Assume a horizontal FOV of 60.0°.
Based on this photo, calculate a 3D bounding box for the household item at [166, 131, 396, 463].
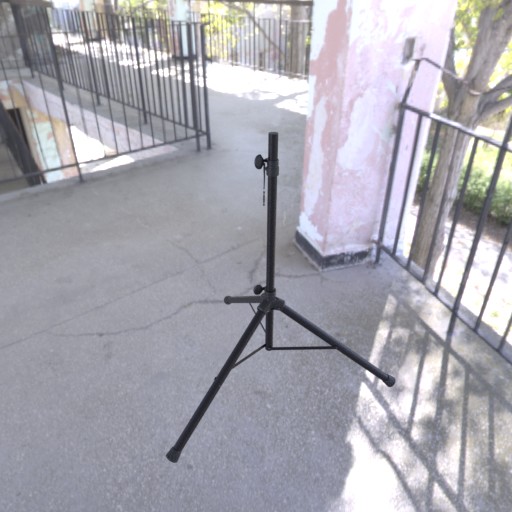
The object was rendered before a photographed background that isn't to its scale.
[{"bbox_3d":[0.000,0.000,1.890,1.045,1.136,0.907,-11,33,-17],"label":"household item"}]
